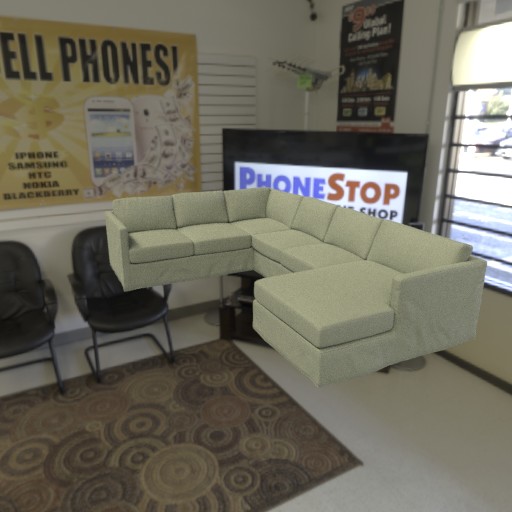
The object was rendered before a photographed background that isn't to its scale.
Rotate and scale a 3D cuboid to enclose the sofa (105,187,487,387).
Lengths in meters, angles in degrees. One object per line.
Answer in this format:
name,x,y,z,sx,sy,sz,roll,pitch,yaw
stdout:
sofa,0.000,0.000,4.521,2.427,0.882,3.460,-9,19,-25
